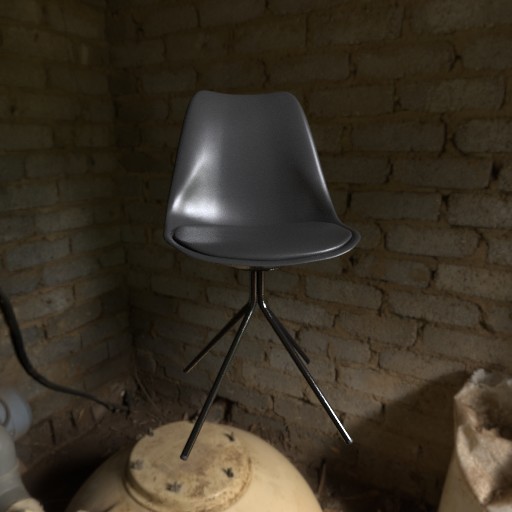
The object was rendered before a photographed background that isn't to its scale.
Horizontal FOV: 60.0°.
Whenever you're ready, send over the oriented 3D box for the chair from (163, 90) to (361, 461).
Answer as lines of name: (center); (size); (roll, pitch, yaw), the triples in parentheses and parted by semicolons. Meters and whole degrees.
chair: (0.000, 0.000, 1.147); (0.461, 0.850, 0.525); (-2, 15, -8)
